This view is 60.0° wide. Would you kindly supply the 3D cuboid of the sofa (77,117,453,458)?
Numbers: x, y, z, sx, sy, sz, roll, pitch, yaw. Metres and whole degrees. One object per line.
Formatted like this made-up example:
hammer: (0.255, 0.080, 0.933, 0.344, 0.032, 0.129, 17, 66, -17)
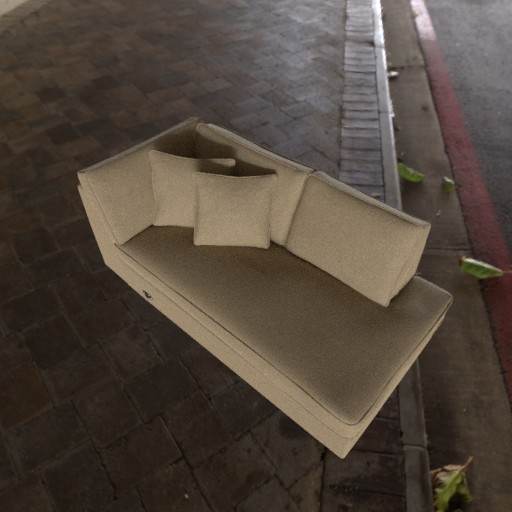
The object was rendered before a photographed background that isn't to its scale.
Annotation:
sofa: (0.000, 0.000, 2.866, 2.237, 1.033, 1.110, 32, 54, 27)
